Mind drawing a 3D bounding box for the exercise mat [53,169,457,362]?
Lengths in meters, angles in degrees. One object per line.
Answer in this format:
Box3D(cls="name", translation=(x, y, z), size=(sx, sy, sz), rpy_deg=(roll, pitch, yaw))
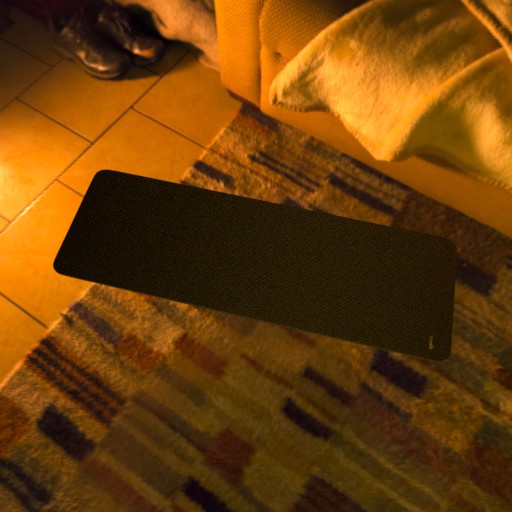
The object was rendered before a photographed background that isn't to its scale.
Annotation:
Box3D(cls="exercise mat", translation=(0.000, 0.000, 2.123), size=(1.869, 0.021, 0.616), rpy_deg=(12, 65, 6))
